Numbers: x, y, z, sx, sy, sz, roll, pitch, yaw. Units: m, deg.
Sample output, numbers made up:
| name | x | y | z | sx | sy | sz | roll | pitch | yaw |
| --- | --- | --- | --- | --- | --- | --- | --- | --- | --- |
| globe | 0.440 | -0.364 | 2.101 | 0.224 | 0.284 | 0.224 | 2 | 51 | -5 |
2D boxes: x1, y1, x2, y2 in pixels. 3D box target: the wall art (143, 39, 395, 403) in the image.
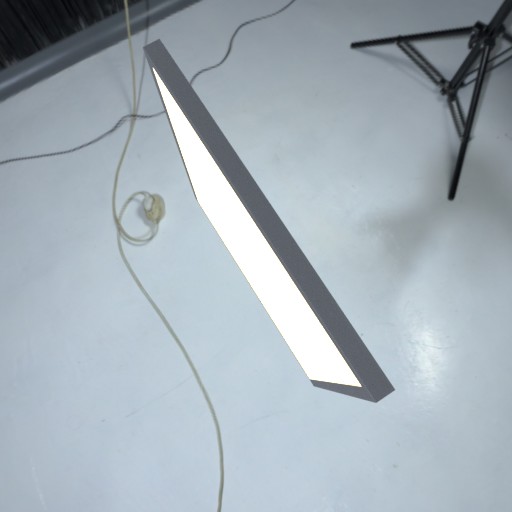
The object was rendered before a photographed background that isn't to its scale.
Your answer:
| name | x | y | z | sx | sy | sz | roll | pitch | yaw |
| --- | --- | --- | --- | --- | --- | --- | --- | --- | --- |
| wall art | 0.000 | 0.000 | 1.136 | 0.037 | 0.760 | 0.762 | -31 | 78 | -8 |
